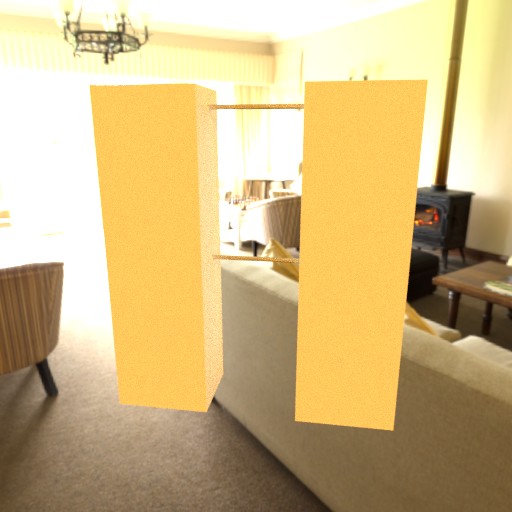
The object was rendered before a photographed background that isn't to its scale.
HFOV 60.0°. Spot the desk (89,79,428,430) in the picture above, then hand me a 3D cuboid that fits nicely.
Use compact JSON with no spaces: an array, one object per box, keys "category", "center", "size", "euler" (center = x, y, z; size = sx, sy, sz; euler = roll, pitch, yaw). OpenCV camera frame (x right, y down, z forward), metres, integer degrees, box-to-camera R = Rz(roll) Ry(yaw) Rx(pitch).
[{"category":"desk","center":[0.000,0.000,2.790],"size":[1.770,2.000,0.480],"euler":[2,16,9]}]
